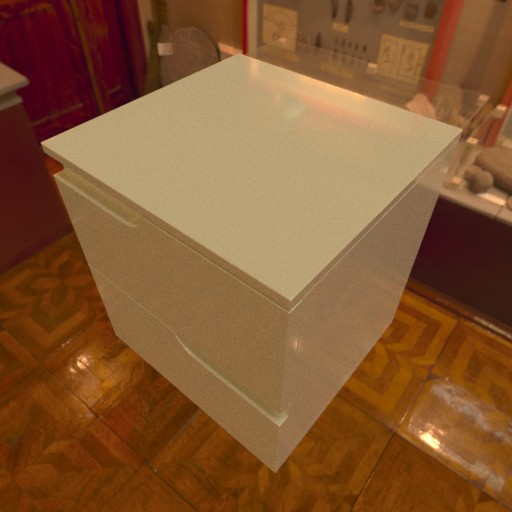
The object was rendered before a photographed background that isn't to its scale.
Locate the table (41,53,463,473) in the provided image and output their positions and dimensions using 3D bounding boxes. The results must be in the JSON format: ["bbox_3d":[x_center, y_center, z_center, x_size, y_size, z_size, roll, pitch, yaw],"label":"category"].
[{"bbox_3d":[0.000,0.000,0.775,0.420,0.470,0.400,31,53,27],"label":"table"}]
